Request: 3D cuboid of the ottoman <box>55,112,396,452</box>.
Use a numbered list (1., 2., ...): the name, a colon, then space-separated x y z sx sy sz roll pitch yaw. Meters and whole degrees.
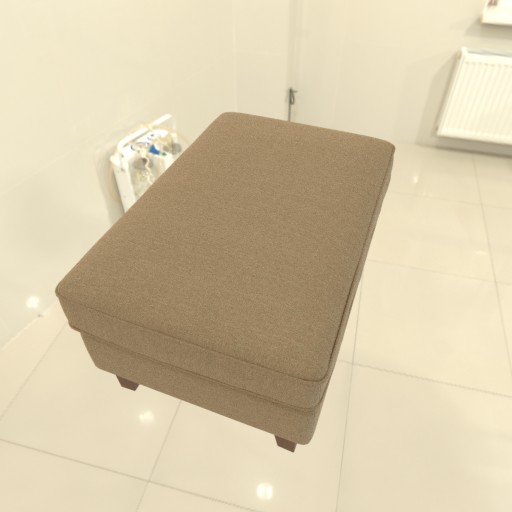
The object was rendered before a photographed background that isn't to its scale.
1. ottoman: 0.000 0.000 1.330 0.636 0.521 0.945 15 46 15
